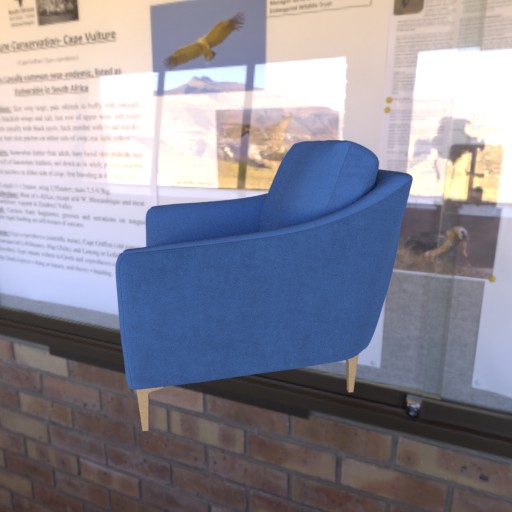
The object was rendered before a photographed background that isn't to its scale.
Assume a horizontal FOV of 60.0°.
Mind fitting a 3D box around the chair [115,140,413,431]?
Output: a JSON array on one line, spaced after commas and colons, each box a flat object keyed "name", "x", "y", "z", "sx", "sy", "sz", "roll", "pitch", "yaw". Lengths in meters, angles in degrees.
[{"name": "chair", "x": 0.000, "y": 0.000, "z": 1.782, "sx": 0.961, "sy": 0.899, "sz": 0.987, "roll": -2, "pitch": 14, "yaw": -8}]
